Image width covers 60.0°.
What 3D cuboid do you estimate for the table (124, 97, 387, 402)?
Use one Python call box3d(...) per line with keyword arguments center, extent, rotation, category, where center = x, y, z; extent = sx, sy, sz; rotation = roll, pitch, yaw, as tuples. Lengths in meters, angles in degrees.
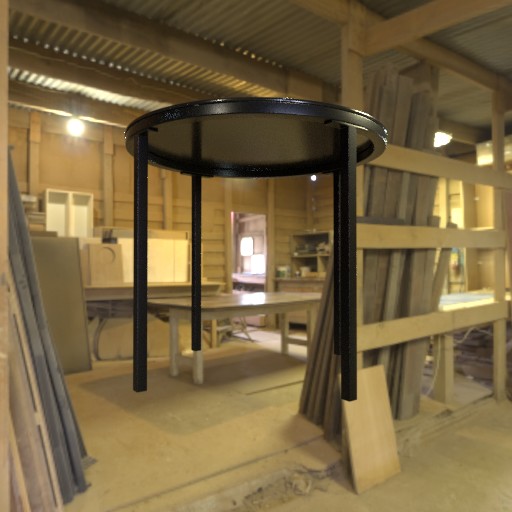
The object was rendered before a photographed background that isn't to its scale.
box3d(center=(0.000, 0.000, 0.872), extent=(0.499, 0.443, 0.499), rotation=(0, -1, 0), category="table")
